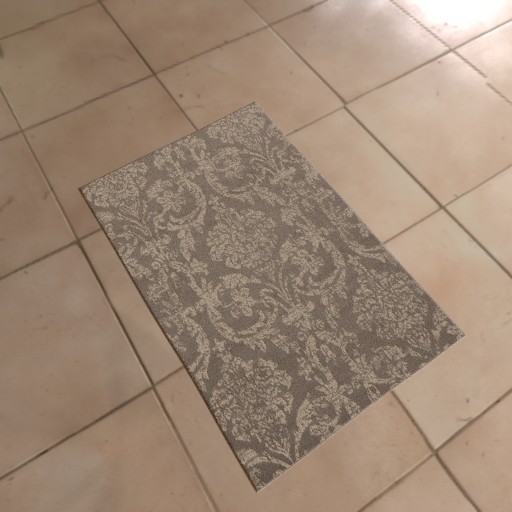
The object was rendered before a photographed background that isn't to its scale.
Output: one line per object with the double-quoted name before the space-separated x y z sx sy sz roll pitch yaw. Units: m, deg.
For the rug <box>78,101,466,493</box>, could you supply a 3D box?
"rug" 0.000 0.000 2.313 1.206 0.012 1.824 -31 67 -14
